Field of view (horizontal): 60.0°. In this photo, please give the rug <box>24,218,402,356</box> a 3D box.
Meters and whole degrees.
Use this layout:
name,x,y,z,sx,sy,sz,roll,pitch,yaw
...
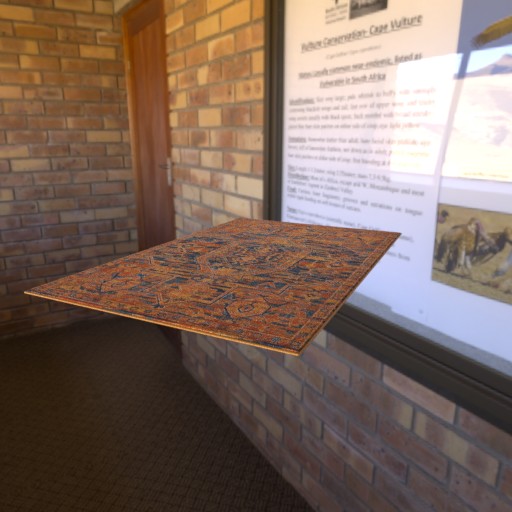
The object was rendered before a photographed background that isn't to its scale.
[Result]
name,x,y,z,sx,sy,sz,roll,pitch,yaw
rug,0.000,0.000,2.237,1.148,0.013,1.758,8,17,25
